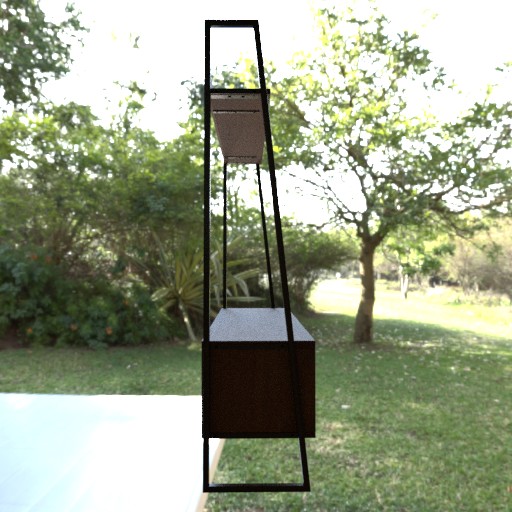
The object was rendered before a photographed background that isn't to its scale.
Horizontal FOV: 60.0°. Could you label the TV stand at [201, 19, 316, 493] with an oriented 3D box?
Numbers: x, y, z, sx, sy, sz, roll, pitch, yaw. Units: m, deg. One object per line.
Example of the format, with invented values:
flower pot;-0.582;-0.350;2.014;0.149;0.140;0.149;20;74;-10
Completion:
TV stand;0.000;0.000;2.281;0.432;1.772;1.250;0;-1;-1
